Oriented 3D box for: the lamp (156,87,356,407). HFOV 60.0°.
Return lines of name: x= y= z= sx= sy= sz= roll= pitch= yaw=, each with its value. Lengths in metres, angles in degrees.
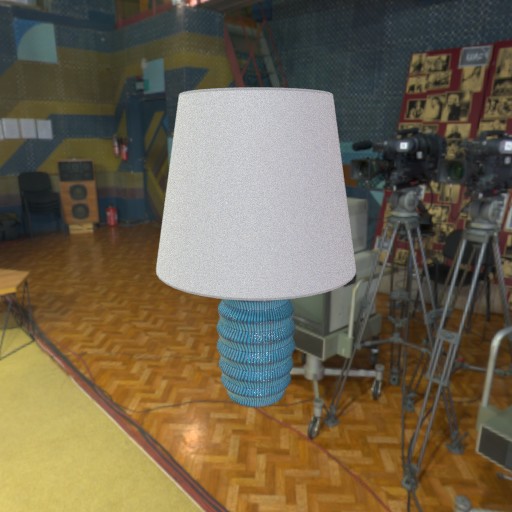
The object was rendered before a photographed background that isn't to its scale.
lamp: x=0.000 y=0.000 z=0.574 sx=0.254 sy=0.392 sz=0.254 roll=0 pitch=15 yaw=0
